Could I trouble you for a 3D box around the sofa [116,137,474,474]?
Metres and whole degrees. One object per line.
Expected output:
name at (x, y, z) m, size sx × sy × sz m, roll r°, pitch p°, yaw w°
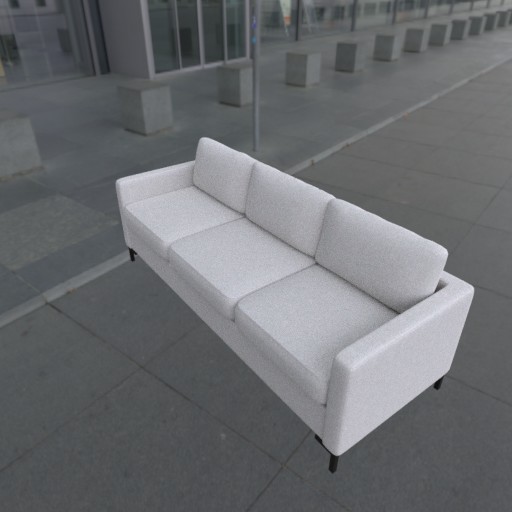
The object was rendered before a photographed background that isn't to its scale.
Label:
sofa at (0.000, 0.000, 2.661) m, size 0.859 × 0.874 × 2.218 m, roll -22°, pitch 38°, yaw -31°
